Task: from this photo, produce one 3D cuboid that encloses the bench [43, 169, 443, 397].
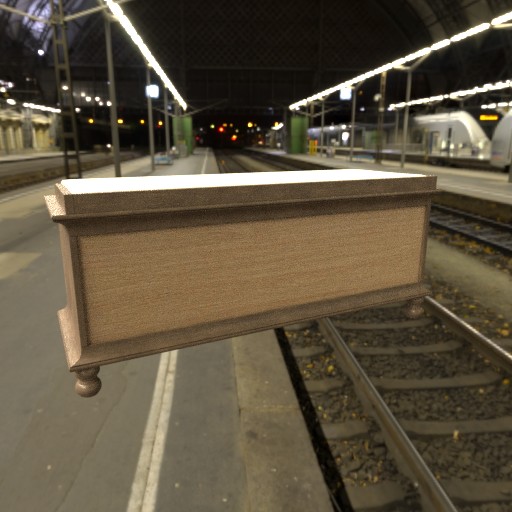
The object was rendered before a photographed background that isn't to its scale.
[{"bbox_3d":[0.000,0.000,1.428,1.185,0.501,0.402,-7,16,-26],"label":"bench"}]
